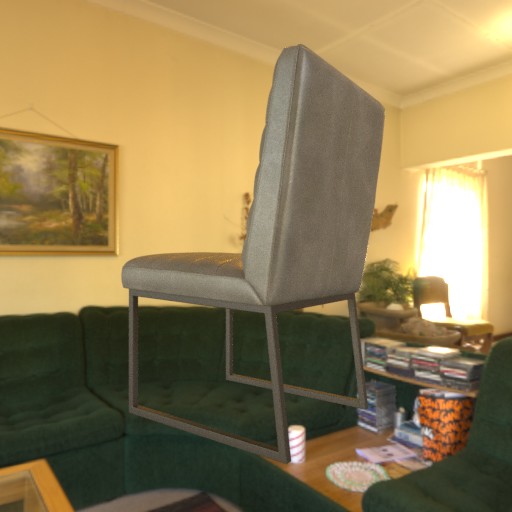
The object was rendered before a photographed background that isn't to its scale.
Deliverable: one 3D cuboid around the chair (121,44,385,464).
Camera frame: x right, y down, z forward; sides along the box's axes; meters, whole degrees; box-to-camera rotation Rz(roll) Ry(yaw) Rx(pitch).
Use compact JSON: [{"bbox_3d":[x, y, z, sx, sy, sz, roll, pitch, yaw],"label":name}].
[{"bbox_3d":[0.000,0.000,1.324,0.634,0.930,0.520,0,0,37],"label":"chair"}]
